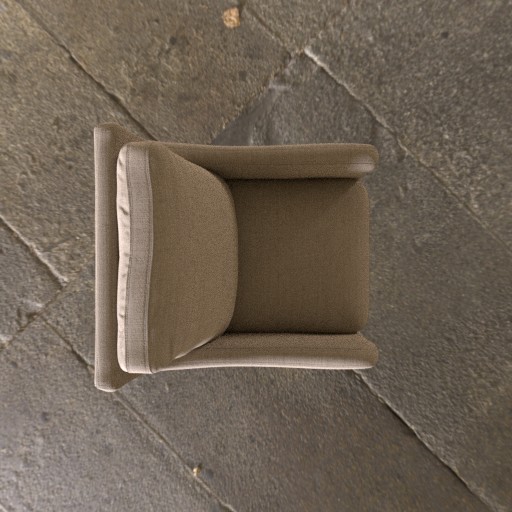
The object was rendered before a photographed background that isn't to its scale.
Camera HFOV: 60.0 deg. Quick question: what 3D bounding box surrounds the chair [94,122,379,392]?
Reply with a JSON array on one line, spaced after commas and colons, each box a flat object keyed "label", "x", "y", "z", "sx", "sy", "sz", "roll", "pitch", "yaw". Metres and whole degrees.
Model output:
[{"label": "chair", "x": 0.000, "y": 0.000, "z": 1.350, "sx": 0.694, "sy": 0.914, "sz": 0.626, "roll": 0, "pitch": 90, "yaw": 1}]
